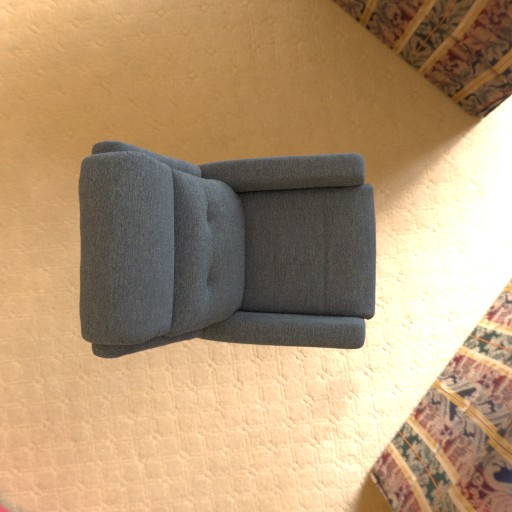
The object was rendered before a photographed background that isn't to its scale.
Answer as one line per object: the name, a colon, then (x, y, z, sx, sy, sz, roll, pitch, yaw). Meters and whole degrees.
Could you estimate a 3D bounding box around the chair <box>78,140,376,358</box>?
chair: (0.000, 0.000, 1.730, 1.043, 1.013, 0.798, 0, 90, 1)
